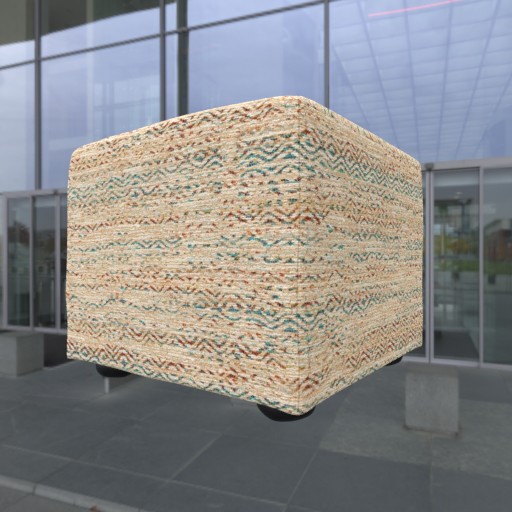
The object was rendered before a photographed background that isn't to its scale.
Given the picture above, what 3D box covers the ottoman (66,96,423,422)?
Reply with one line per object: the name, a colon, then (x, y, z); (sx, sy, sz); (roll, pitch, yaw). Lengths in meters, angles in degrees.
ottoman: (0.000, 0.000, 0.877); (0.512, 0.453, 0.521); (0, 0, 36)
